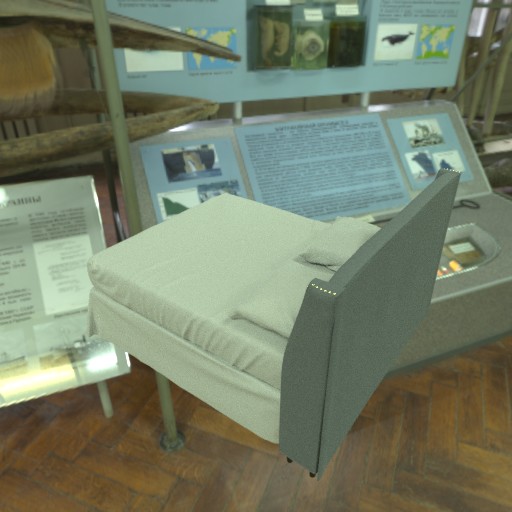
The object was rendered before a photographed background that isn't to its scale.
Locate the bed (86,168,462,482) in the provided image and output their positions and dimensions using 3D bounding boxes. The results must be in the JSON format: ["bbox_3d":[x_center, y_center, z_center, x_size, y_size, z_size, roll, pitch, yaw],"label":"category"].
[{"bbox_3d":[0.000,0.000,3.398,2.276,1.332,1.925,21,36,31],"label":"bed"}]
